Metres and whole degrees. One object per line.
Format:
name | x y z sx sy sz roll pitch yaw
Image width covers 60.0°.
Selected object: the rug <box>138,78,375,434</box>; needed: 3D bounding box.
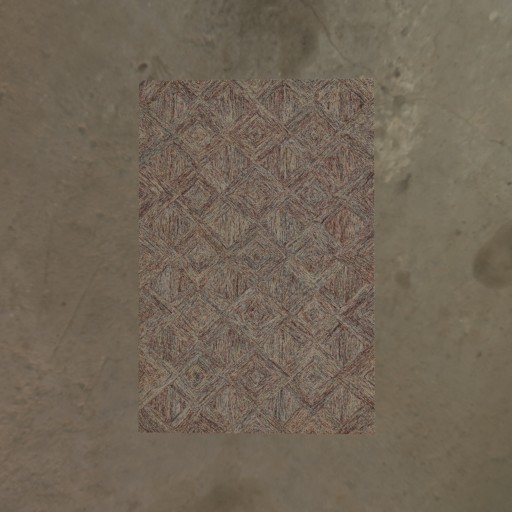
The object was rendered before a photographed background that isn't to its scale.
rug | 0.000 0.000 2.864 1.523 0.019 2.285 0 90 1
